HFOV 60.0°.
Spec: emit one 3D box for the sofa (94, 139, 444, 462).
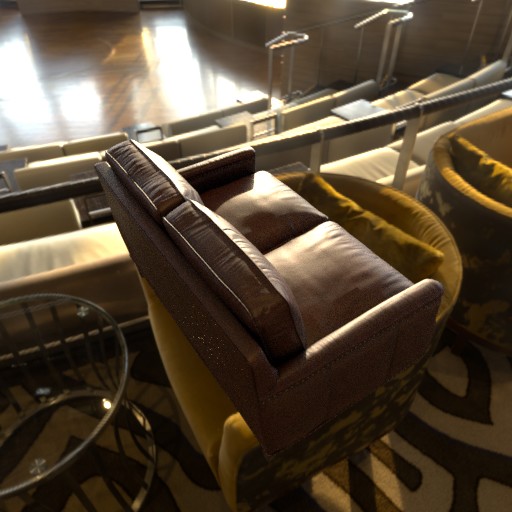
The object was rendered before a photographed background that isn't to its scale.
[{"bbox_3d":[0.000,0.000,2.318,1.083,1.003,1.628,-24,47,-25],"label":"sofa"}]
